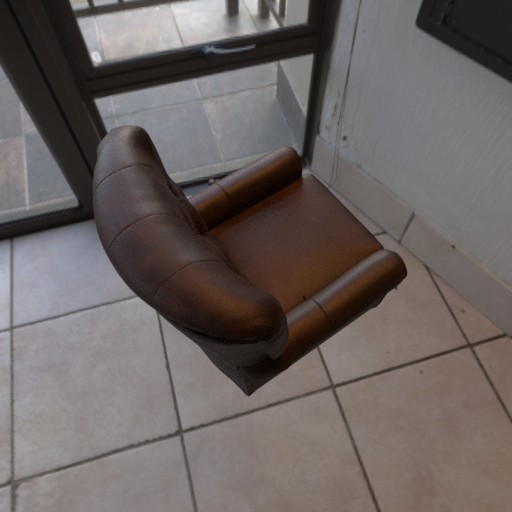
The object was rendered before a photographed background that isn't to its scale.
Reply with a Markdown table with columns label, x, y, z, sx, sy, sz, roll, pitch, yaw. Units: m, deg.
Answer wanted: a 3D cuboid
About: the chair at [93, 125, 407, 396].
| label | x | y | z | sx | sy | sz | roll | pitch | yaw |
| --- | --- | --- | --- | --- | --- | --- | --- | --- | --- |
| chair | 0.000 | 0.000 | 1.899 | 1.058 | 1.158 | 0.948 | -31 | 65 | -17 |
